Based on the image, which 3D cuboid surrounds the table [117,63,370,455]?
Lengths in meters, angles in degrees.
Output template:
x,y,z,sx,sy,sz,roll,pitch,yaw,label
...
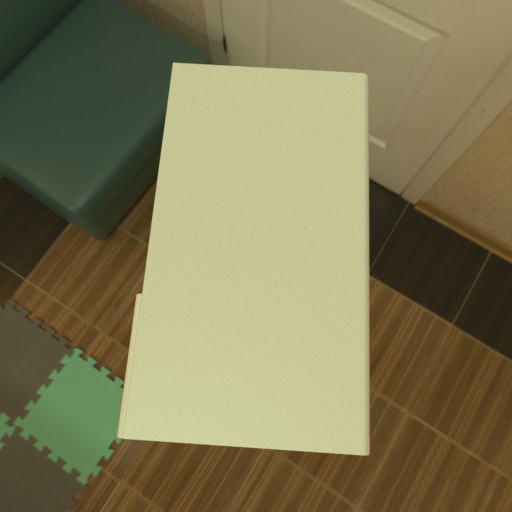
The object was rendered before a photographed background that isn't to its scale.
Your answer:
x,y,z,sx,sy,sz,roll,pitch,yaw,label
0.000,0.000,1.447,0.639,0.442,1.097,4,75,1,table
